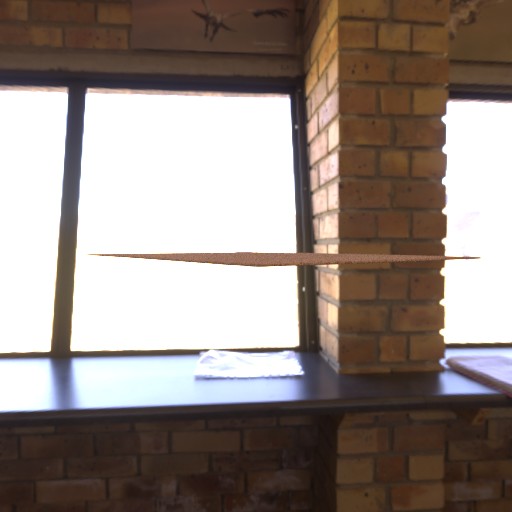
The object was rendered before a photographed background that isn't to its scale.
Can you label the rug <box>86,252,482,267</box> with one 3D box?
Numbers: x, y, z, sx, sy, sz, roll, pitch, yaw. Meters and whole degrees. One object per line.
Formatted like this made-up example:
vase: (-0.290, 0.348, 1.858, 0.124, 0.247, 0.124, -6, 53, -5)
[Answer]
rug: (0.000, 0.000, 2.826, 1.566, 0.013, 2.141, -1, 2, -37)
